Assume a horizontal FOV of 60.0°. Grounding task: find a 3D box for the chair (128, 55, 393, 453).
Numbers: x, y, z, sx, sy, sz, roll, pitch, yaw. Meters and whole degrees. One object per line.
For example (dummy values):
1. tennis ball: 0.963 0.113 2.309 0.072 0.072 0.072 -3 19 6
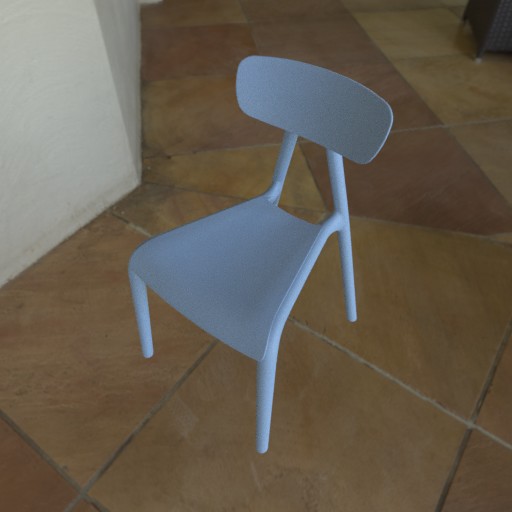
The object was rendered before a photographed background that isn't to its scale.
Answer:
1. chair: 0.000 0.000 0.831 0.356 0.580 0.401 31 55 25
